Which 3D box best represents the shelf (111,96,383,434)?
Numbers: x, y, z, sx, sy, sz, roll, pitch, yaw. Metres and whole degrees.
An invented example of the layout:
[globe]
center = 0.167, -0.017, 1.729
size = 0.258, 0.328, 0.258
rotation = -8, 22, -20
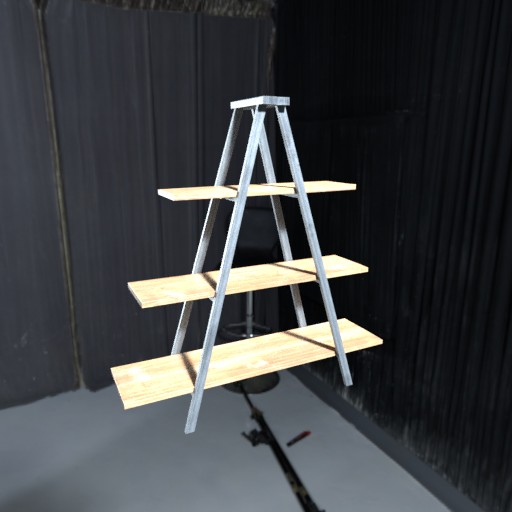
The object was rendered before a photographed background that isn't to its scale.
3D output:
[shelf]
center = 0.000, 0.000, 2.706
size = 1.746, 1.808, 0.508
rotation = -7, 16, -26
